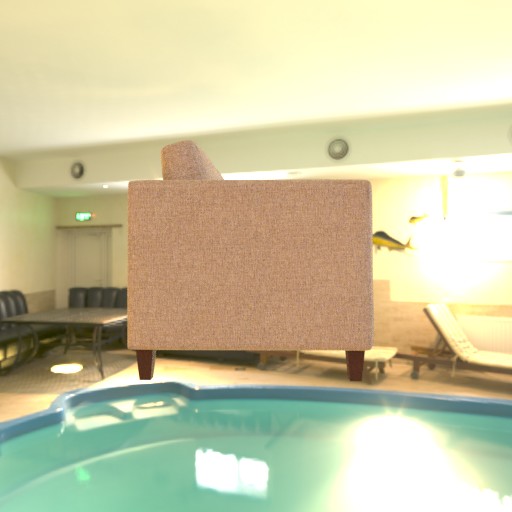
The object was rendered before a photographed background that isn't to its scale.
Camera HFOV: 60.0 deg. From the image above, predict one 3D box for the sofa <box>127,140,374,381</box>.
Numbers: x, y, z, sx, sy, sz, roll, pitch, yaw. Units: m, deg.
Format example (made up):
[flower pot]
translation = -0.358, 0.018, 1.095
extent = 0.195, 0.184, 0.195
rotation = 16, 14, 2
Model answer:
[sofa]
translation = 0.000, 0.000, 2.723
extent = 0.951, 0.965, 2.208
rotation = 0, 0, 1
